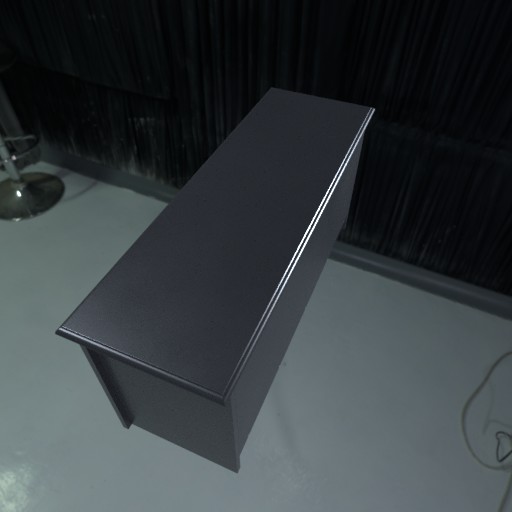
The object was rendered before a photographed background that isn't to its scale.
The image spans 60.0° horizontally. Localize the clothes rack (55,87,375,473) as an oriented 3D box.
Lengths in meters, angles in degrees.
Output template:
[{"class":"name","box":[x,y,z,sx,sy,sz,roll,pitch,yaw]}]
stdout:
[{"class":"clothes rack","box":[0.000,0.000,1.468,0.406,0.556,1.219,18,49,16]}]
